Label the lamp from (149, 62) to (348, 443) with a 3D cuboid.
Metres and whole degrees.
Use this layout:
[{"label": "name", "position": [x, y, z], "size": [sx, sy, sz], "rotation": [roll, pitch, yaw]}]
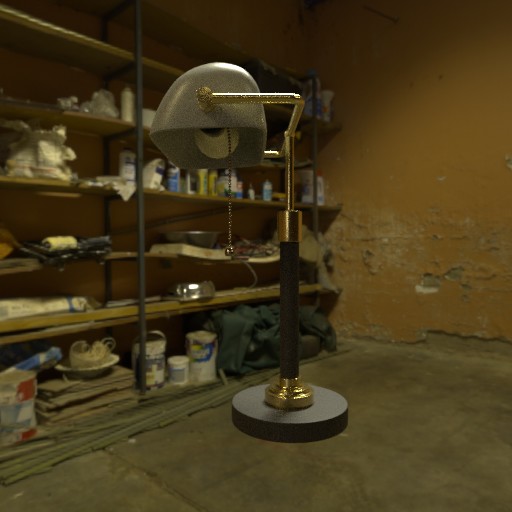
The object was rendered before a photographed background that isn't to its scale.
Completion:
[{"label": "lamp", "position": [0.000, 0.000, 0.548], "size": [0.227, 0.404, 0.269], "rotation": [0, 1, -1]}]
